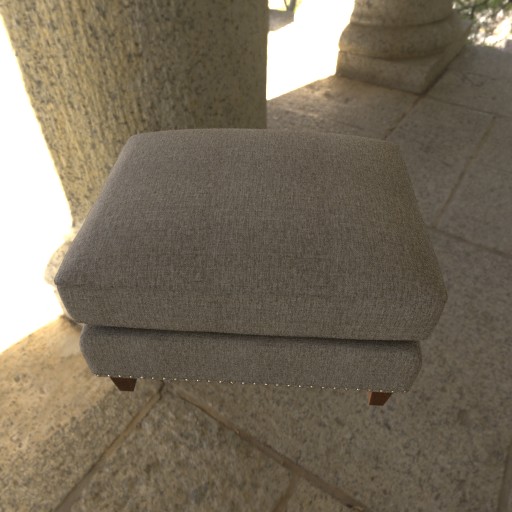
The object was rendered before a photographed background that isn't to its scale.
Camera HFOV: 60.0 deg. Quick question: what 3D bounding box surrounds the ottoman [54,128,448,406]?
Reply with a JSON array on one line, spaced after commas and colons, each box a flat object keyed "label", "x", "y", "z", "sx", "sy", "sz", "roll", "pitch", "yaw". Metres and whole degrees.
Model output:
[{"label": "ottoman", "x": 0.000, "y": 0.000, "z": 1.132, "sx": 0.741, "sy": 0.513, "sz": 0.584, "roll": 2, "pitch": 44, "yaw": 3}]
